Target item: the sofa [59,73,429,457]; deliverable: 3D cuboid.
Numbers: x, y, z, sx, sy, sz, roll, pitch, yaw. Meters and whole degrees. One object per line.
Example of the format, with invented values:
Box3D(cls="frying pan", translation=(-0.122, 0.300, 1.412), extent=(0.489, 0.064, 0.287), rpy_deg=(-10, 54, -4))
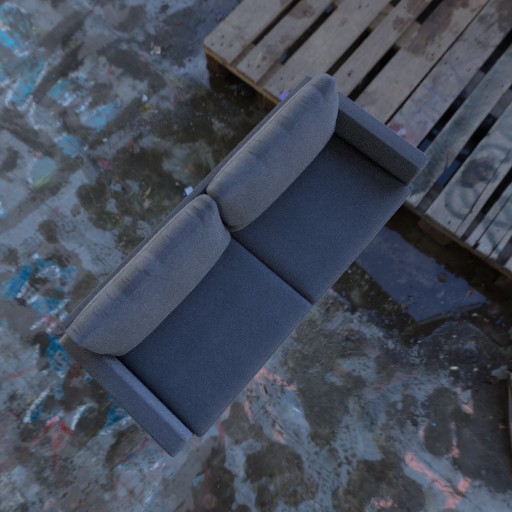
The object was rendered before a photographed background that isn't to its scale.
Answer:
Box3D(cls="sofa", translation=(0.000, 0.000, 2.561), extent=(0.880, 0.880, 2.100), rpy_deg=(41, 79, 10))
